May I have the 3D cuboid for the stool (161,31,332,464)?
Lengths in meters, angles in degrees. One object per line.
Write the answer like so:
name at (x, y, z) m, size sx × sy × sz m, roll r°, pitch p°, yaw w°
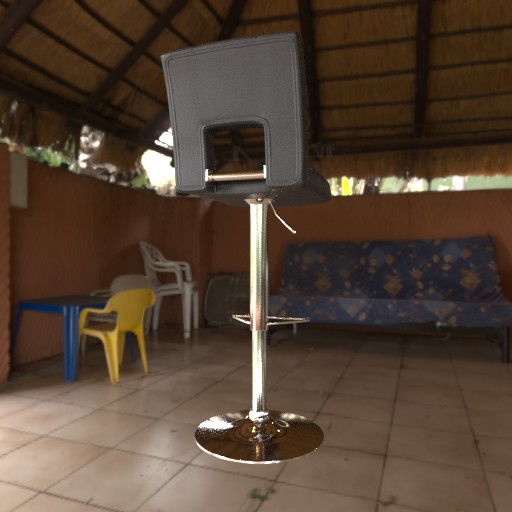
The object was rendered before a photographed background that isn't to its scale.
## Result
stool at (0.000, 0.000, 1.399) m, size 0.415 × 1.151 × 0.520 m, roll 0°, pitch 1°, yaw 19°
